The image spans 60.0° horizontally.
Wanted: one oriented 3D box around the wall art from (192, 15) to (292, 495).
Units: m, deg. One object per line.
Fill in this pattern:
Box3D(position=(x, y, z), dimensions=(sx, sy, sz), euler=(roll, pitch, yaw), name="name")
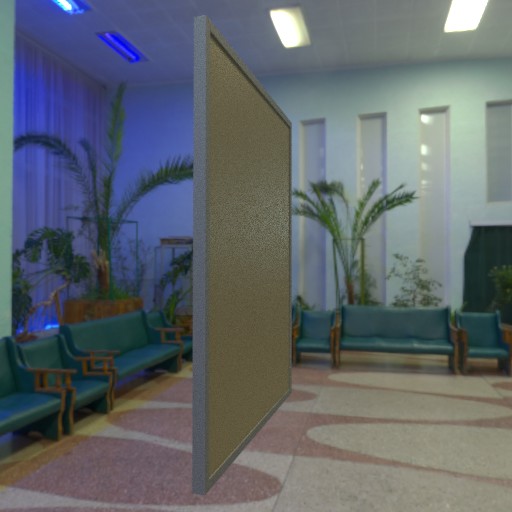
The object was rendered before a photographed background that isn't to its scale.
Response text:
Box3D(position=(0.000, 0.000, 1.340), dimensions=(0.034, 1.042, 0.789), euler=(0, -1, 18), name="wall art")
